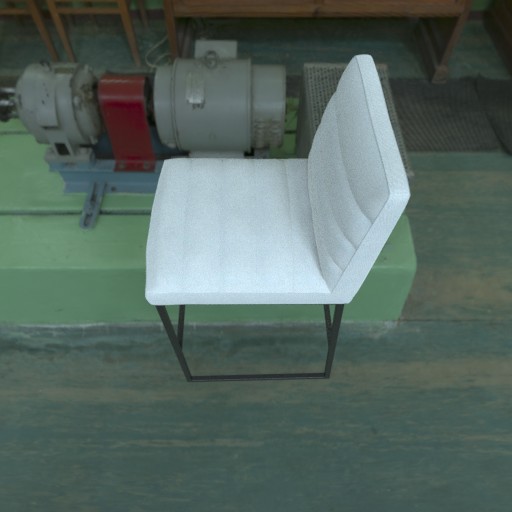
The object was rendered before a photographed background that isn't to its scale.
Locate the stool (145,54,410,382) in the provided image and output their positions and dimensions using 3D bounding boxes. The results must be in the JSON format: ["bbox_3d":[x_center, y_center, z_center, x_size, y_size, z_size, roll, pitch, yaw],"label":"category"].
[{"bbox_3d":[0.000,0.000,1.353,0.573,1.061,0.464,-1,57,-1],"label":"stool"}]
